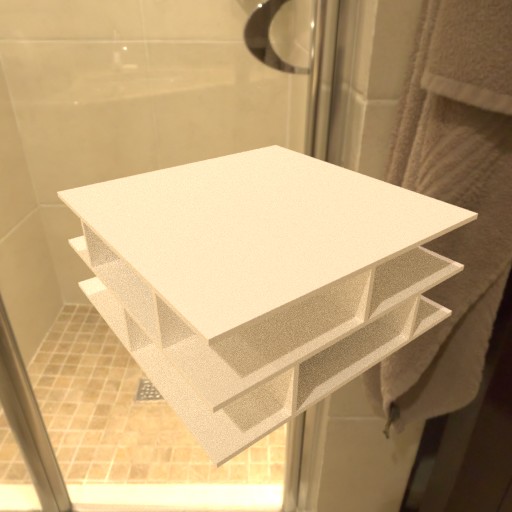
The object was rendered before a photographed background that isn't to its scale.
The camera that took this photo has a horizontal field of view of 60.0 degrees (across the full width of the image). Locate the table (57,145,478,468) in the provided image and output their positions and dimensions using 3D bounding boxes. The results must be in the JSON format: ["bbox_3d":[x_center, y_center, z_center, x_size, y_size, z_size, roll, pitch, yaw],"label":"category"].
[{"bbox_3d":[0.000,0.000,1.106,0.700,0.289,0.700,-21,35,-32],"label":"table"}]
